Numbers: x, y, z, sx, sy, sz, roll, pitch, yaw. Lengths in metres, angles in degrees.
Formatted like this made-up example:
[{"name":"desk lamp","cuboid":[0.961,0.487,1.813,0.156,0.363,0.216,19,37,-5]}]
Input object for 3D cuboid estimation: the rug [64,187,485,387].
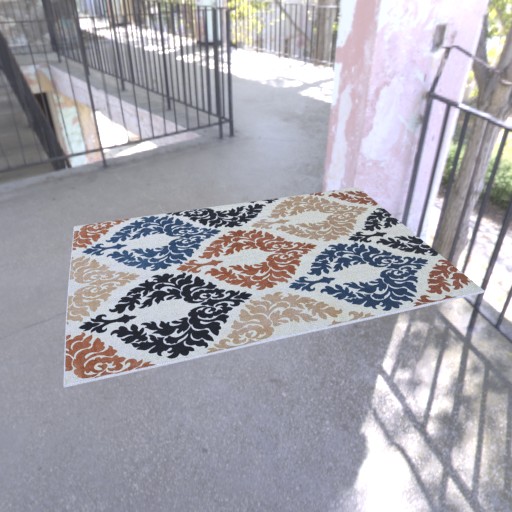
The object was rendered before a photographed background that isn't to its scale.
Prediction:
[{"name":"rug","cuboid":[0.000,0.000,2.844,2.275,0.014,1.514,-10,34,-15]}]
